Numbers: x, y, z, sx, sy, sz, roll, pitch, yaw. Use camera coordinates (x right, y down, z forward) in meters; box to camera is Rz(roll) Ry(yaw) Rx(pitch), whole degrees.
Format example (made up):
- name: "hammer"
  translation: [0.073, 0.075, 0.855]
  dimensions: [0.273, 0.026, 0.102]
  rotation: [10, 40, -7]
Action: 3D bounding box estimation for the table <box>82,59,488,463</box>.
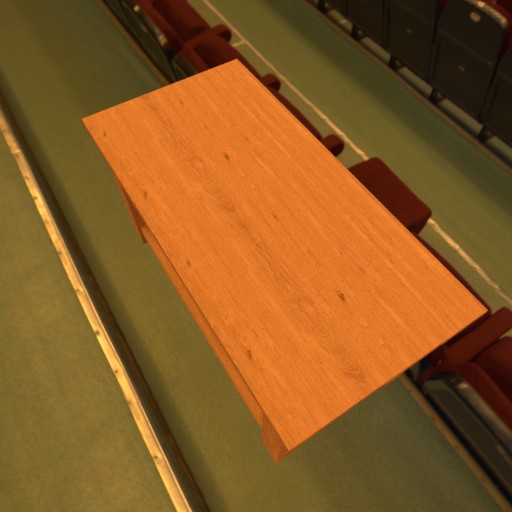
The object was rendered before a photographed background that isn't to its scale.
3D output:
- name: "table"
  translation: [0.000, 0.000, 1.150]
  dimensions: [0.450, 0.452, 0.899]
  rotation: [-28, 62, -16]
